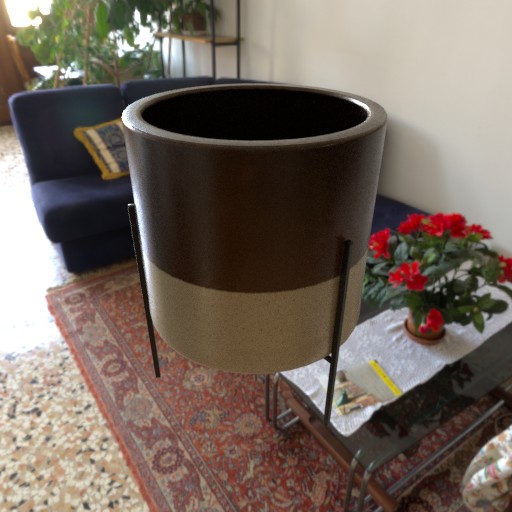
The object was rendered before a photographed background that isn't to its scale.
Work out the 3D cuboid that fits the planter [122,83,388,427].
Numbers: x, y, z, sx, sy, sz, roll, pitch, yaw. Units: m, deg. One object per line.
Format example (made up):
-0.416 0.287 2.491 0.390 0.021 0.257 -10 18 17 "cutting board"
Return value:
0.000 0.000 0.708 0.345 0.465 0.354 11 33 17 "planter"
